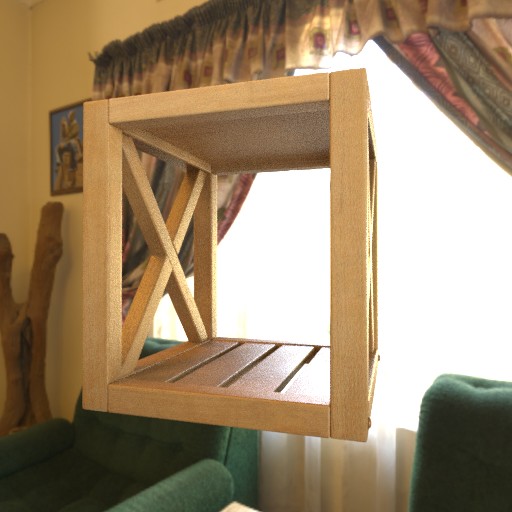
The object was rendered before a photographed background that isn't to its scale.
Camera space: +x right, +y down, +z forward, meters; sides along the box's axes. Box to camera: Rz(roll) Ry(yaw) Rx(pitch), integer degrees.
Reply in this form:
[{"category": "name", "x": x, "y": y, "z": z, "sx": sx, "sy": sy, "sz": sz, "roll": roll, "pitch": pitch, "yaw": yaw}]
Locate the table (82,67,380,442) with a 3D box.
[{"category": "table", "x": 0.000, "y": 0.000, "z": 1.062, "sx": 0.558, "sy": 0.610, "sz": 0.559, "roll": 0, "pitch": -1, "yaw": 17}]
